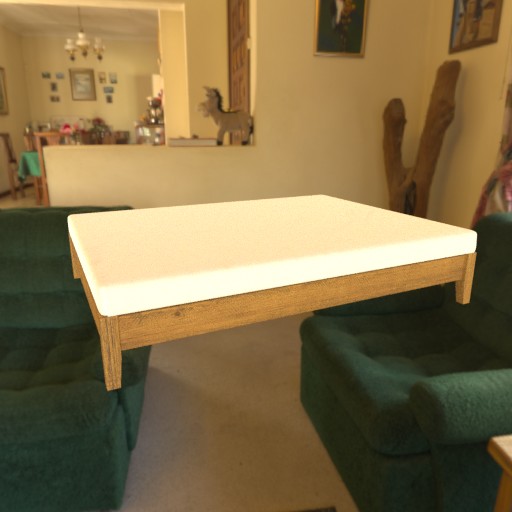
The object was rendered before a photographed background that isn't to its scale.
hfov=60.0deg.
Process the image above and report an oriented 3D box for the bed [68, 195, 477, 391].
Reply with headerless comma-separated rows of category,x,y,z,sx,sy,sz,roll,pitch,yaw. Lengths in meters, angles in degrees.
bed,0.000,0.000,2.728,2.016,0.431,1.536,-8,18,-25
